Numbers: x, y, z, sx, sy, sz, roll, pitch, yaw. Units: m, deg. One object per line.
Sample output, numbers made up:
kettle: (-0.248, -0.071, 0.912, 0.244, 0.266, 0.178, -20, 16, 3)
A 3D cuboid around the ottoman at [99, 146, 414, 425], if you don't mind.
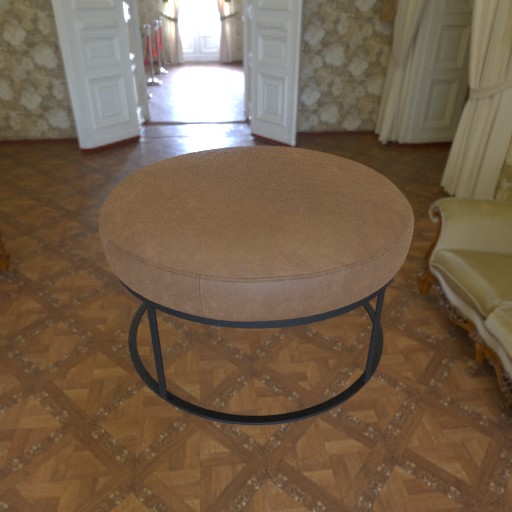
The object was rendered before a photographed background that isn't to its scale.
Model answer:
ottoman: (0.000, 0.000, 1.206, 0.771, 0.460, 0.771, 0, 30, 0)
